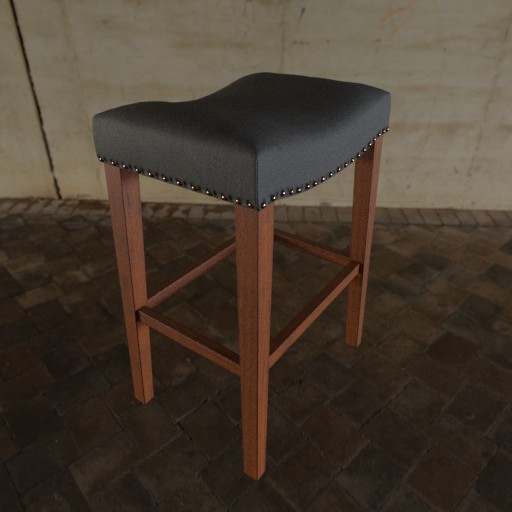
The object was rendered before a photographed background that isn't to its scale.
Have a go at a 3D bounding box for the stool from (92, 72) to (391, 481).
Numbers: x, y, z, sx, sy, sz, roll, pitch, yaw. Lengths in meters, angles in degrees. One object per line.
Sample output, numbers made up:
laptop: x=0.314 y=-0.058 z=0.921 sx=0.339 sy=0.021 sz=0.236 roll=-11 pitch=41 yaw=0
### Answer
stool: x=0.000 y=0.000 z=0.859 sx=0.320 sy=0.612 sz=0.439 roll=21 pitch=37 yaw=30
